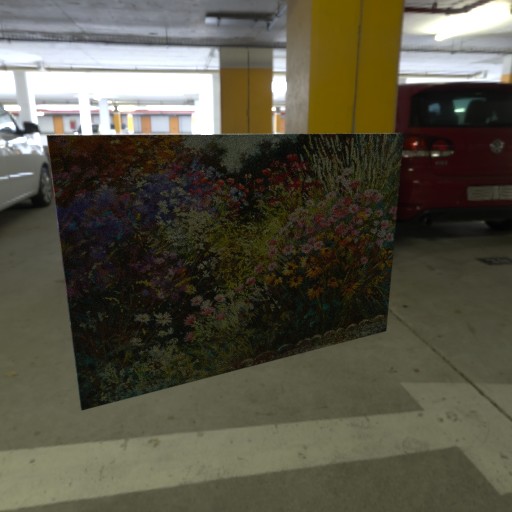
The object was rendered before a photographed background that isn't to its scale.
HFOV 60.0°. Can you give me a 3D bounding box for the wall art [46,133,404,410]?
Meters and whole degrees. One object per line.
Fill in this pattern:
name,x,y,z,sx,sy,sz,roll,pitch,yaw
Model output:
wall art,0.000,0.000,1.138,0.908,0.604,0.037,-8,18,-26
